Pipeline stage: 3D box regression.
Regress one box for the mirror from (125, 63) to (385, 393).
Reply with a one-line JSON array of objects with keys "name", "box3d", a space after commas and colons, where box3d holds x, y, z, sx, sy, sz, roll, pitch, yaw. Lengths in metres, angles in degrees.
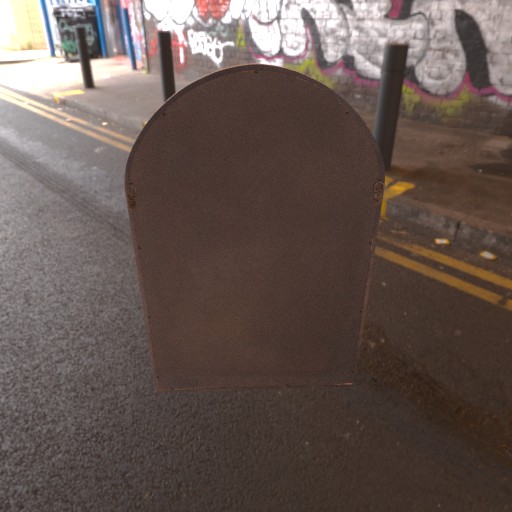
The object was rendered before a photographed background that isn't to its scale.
[{"name": "mirror", "box3d": [0.000, 0.000, 1.143, 0.609, 0.915, 0.032, -1, 29, -2]}]
